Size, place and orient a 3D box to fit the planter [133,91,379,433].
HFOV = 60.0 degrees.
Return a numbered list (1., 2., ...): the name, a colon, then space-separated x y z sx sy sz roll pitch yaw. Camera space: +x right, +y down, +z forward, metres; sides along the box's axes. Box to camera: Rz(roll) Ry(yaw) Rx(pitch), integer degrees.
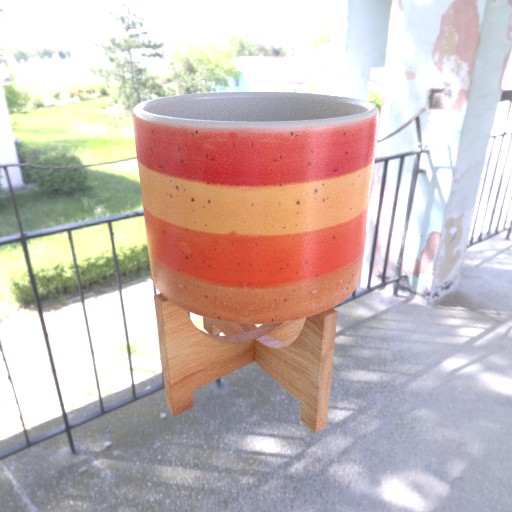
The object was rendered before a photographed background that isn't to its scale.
1. planter: 0.000 0.000 0.409 0.199 0.268 0.199 0 26 0
